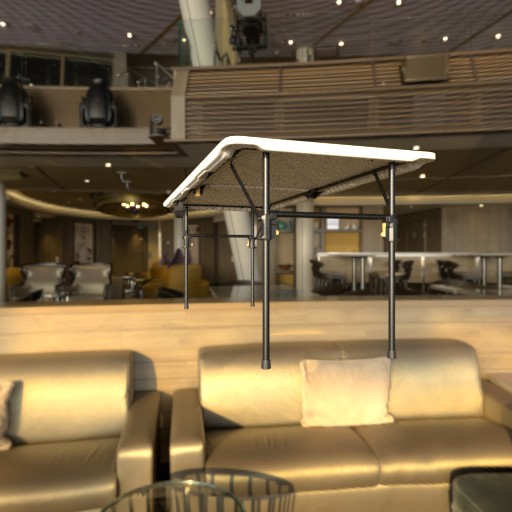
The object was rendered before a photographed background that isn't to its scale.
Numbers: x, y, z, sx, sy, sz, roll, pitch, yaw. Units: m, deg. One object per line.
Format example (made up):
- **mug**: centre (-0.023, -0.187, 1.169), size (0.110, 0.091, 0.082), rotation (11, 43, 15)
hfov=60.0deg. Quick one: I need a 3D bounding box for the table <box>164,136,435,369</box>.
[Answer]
- **table**: centre (0.000, 0.000, 2.284), size (0.761, 0.719, 1.829), rotation (0, 0, -18)
